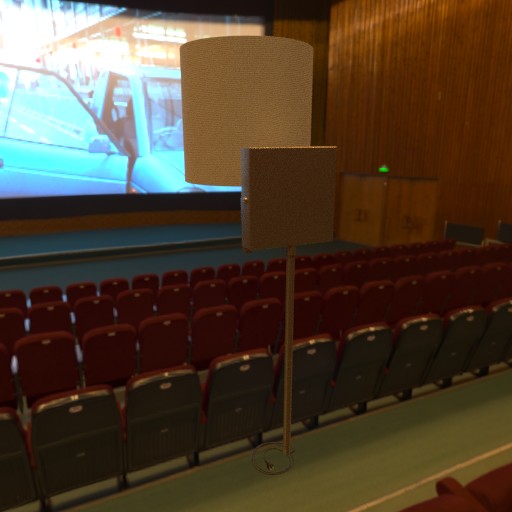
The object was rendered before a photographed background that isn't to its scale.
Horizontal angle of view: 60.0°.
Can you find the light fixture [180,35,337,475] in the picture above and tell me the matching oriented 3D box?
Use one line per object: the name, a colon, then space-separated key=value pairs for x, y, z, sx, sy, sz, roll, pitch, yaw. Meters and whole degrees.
light fixture: x=0.000 y=0.000 z=0.678 sx=0.188 sy=0.589 sz=0.248 roll=-7 pitch=16 yaw=-25
